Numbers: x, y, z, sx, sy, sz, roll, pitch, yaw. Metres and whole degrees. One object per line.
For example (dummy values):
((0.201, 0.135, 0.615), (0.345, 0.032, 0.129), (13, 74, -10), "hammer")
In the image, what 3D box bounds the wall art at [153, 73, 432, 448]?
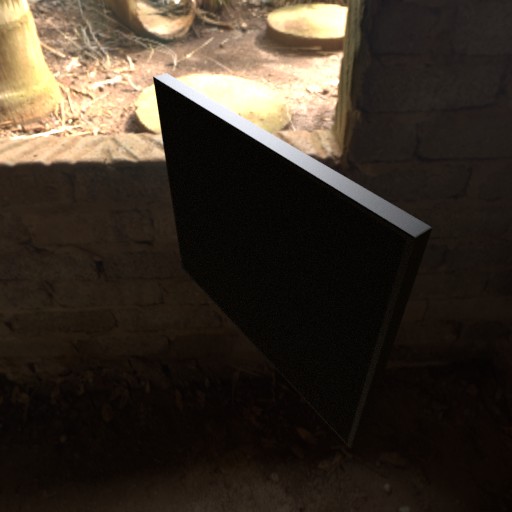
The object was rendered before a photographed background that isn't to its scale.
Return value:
((0.000, 0.000, 0.765), (0.029, 0.458, 0.559), (-27, 48, -27), "wall art")
